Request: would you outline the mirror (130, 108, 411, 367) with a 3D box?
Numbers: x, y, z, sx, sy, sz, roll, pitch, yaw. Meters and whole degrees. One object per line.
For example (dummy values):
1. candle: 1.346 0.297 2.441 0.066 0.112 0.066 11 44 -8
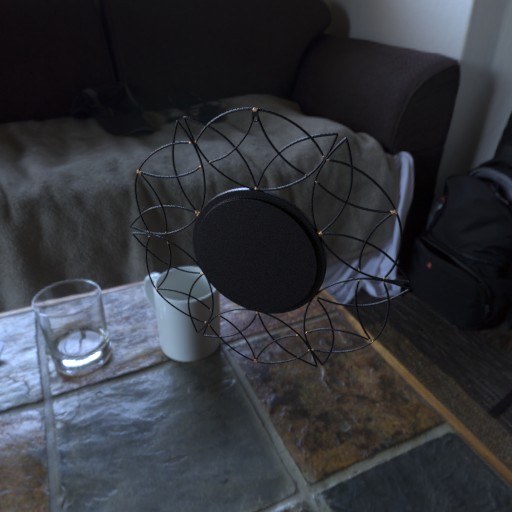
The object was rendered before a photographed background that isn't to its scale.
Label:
1. mirror: 0.000 0.000 1.184 0.797 0.775 0.028 12 34 18
